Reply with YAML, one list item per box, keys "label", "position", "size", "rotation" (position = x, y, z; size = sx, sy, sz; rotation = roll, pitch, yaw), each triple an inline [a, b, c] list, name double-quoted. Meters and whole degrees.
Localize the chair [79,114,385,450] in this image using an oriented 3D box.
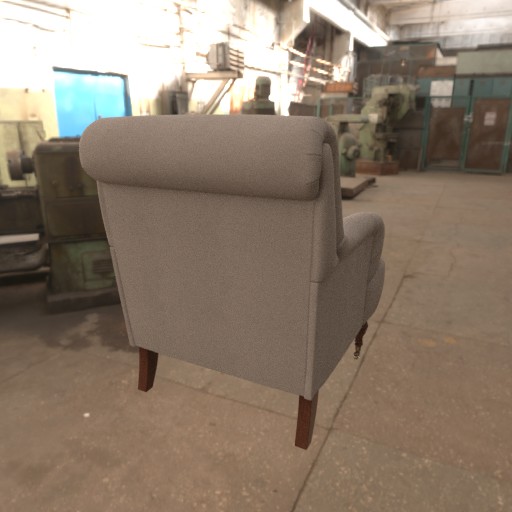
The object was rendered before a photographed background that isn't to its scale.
- label: "chair"
  position: [0.000, 0.000, 1.558]
  size: [0.766, 0.942, 0.842]
  rotation: [9, 19, 27]
